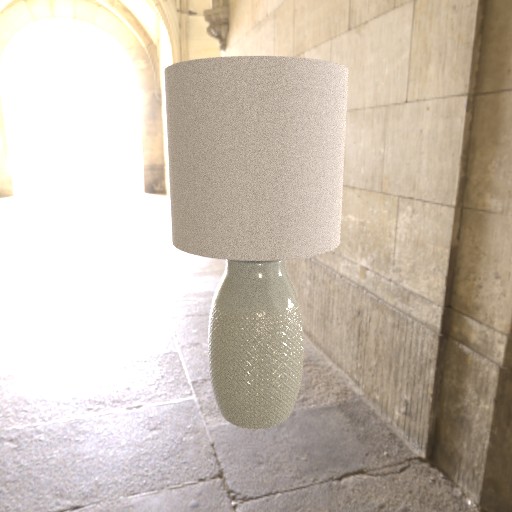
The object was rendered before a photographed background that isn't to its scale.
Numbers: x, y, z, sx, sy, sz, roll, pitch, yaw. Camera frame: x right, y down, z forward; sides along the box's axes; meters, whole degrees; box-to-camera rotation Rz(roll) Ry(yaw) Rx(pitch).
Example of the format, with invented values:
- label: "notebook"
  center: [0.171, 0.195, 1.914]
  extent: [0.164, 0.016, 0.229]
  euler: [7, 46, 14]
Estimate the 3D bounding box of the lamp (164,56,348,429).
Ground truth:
- label: "lamp"
  center: [0.000, 0.000, 0.587]
  extent: [0.217, 0.453, 0.217]
  euler: [7, 16, 26]
